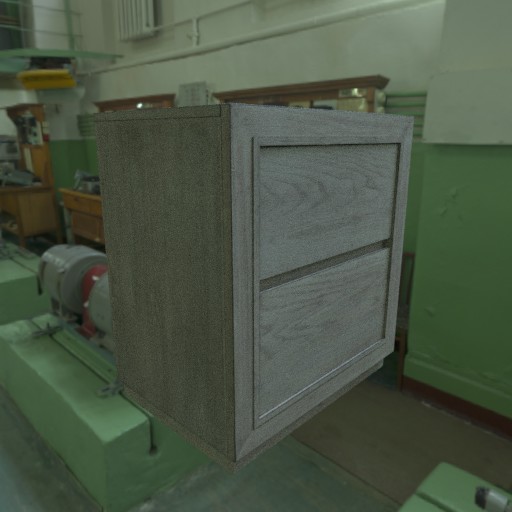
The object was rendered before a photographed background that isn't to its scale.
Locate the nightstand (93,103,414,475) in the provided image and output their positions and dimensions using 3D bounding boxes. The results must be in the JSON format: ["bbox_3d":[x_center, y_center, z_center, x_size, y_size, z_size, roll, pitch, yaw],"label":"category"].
[{"bbox_3d":[0.000,0.000,1.110,0.483,0.673,0.612,14,21,42],"label":"nightstand"}]
